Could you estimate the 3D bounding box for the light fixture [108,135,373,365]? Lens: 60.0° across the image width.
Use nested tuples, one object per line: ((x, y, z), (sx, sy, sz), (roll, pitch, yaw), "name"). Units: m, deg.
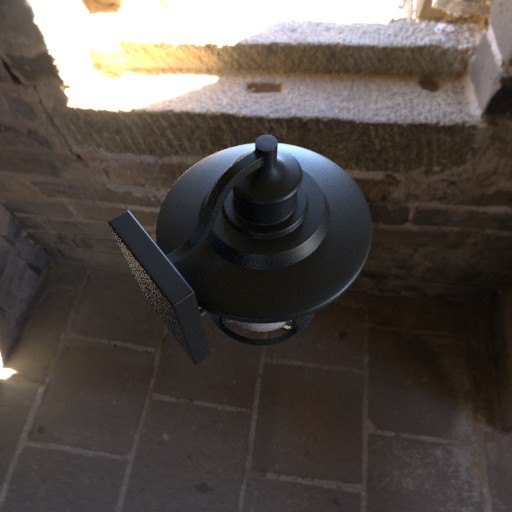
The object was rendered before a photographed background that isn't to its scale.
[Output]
((0.000, 0.000, 0.514), (0.252, 0.345, 0.222), (-34, 65, -19), "light fixture")
